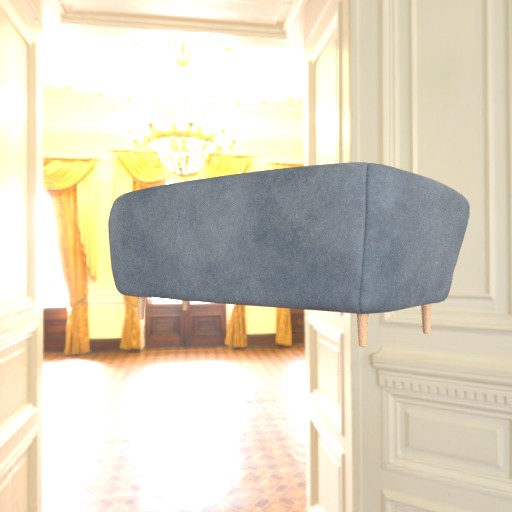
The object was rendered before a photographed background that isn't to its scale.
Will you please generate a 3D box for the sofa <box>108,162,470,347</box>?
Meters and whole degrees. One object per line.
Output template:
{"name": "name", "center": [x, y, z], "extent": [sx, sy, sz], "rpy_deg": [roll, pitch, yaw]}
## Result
{"name": "sofa", "center": [0.000, 0.000, 2.532], "extent": [2.095, 0.795, 0.849], "rpy_deg": [0, 0, 36]}
